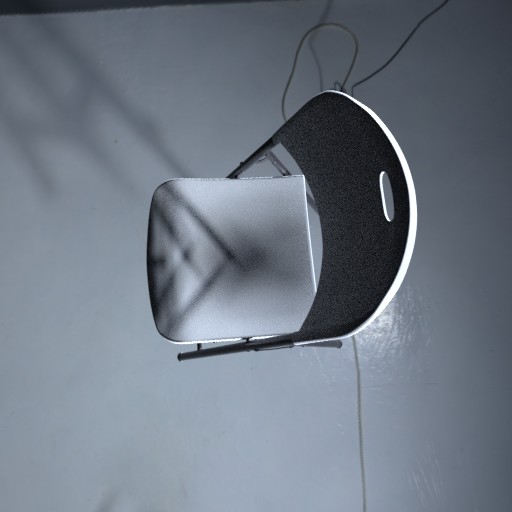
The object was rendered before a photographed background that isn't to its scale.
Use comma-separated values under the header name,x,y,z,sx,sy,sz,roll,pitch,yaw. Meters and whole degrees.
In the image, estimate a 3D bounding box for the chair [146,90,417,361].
name,x,y,z,sx,sy,sz,roll,pitch,yaw
chair,0.000,0.000,1.166,0.566,0.810,0.494,-4,76,-1
